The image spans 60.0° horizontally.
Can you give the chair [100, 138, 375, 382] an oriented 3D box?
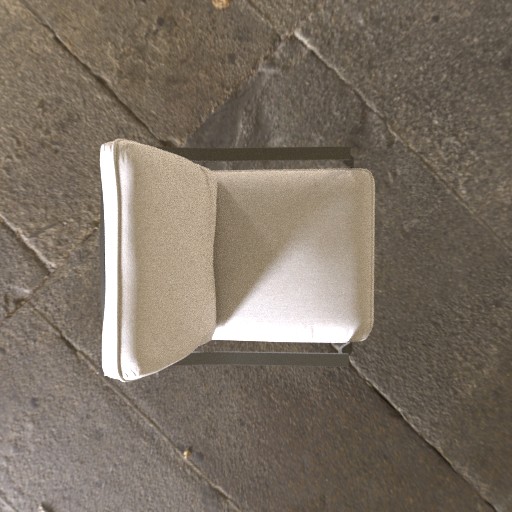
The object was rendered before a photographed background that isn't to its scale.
[{"bbox_3d":[0.000,0.000,1.434,0.787,0.860,0.650,0,92,0],"label":"chair"}]
